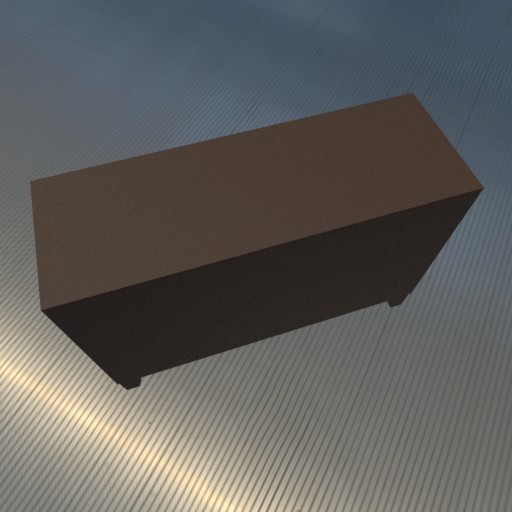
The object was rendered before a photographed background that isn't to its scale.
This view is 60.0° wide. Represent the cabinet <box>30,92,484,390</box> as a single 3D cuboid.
[{"bbox_3d":[0.000,0.000,1.834,1.396,0.914,0.482,-16,61,-9],"label":"cabinet"}]
